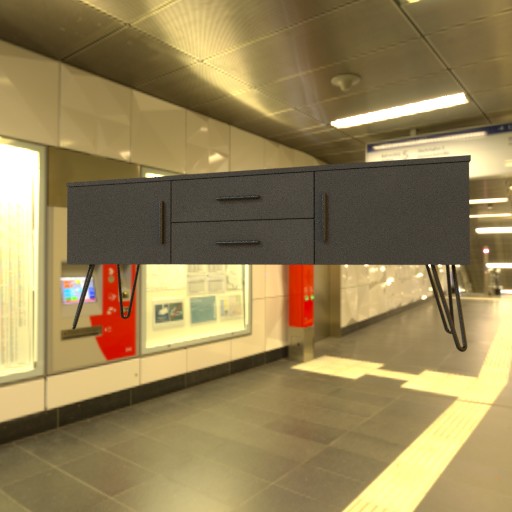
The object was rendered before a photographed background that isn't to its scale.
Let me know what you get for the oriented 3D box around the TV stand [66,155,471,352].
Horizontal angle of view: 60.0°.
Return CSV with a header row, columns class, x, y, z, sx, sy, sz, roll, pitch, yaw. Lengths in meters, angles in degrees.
class,x,y,z,sx,sy,sz,roll,pitch,yaw
TV stand,0.000,0.000,1.643,1.400,0.560,0.400,0,-1,18
